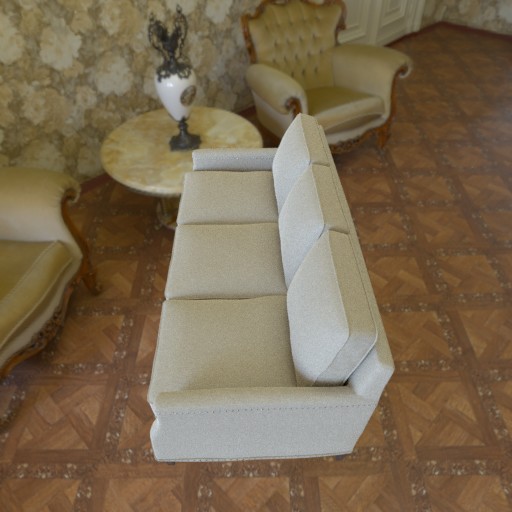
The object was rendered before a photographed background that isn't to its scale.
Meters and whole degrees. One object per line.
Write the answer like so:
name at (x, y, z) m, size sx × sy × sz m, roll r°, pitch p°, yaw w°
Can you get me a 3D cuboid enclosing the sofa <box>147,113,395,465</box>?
sofa at (0.000, 0.000, 2.797) m, size 1.084 × 1.003 × 2.246 m, roll -1°, pitch 42°, yaw -1°
